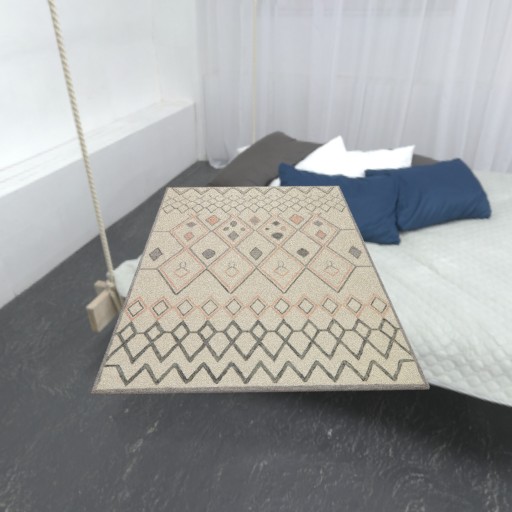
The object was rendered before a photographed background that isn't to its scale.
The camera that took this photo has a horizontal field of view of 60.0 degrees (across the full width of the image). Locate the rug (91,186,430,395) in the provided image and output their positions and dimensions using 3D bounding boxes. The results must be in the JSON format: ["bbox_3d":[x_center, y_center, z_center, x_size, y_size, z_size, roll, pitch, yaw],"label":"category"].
[{"bbox_3d":[0.000,0.000,2.363,1.219,0.016,1.829,-1,32,-1],"label":"rug"}]
